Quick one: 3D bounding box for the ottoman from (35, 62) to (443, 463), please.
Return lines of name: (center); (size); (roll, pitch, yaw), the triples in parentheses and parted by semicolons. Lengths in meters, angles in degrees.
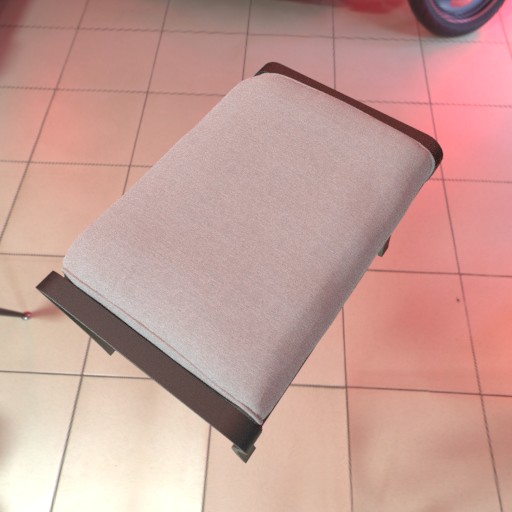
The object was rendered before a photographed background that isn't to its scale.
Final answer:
ottoman: (0.000, 0.000, 0.871); (0.406, 0.422, 0.610); (32, 67, 16)
